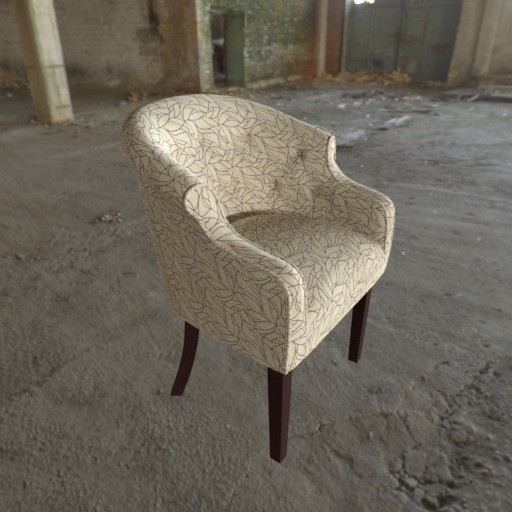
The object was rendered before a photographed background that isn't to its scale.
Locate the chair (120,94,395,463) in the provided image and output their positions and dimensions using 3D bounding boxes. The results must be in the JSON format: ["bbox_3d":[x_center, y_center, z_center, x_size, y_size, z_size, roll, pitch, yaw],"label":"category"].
[{"bbox_3d":[0.000,0.000,1.300,0.613,0.858,0.686,17,31,31],"label":"chair"}]
